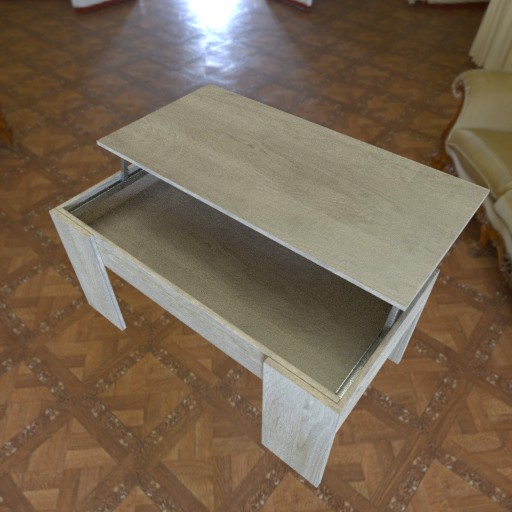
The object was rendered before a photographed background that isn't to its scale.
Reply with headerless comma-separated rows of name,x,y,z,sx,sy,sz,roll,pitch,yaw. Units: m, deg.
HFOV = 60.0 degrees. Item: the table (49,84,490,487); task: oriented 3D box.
table,0.000,0.000,1.388,1.000,0.570,0.711,30,53,26
